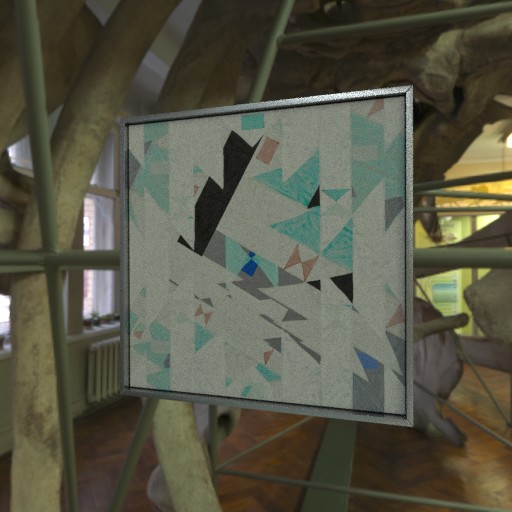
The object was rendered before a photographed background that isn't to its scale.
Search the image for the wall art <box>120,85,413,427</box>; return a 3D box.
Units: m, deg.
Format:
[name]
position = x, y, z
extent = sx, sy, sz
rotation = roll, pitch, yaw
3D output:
[wall art]
position = 0.000, 0.000, 0.524
extent = 0.350, 0.350, 0.038
rotation = 0, 0, 18
